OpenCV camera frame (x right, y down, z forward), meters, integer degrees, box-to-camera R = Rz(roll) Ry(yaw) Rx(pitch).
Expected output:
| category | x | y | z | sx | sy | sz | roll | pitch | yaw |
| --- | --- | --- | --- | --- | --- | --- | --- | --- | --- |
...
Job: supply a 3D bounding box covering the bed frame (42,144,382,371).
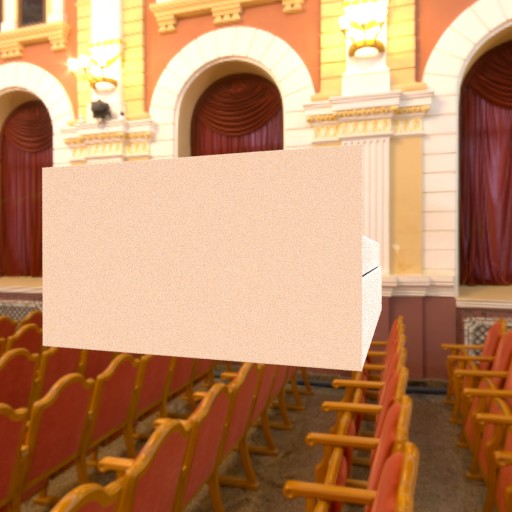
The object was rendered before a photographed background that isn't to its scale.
| category | x | y | z | sx | sy | sz | roll | pitch | yaw |
| --- | --- | --- | --- | --- | --- | --- | --- | --- | --- |
| bed frame | 0.000 | 0.000 | 2.679 | 1.400 | 0.800 | 1.900 | 0 | 0 | 18 |
